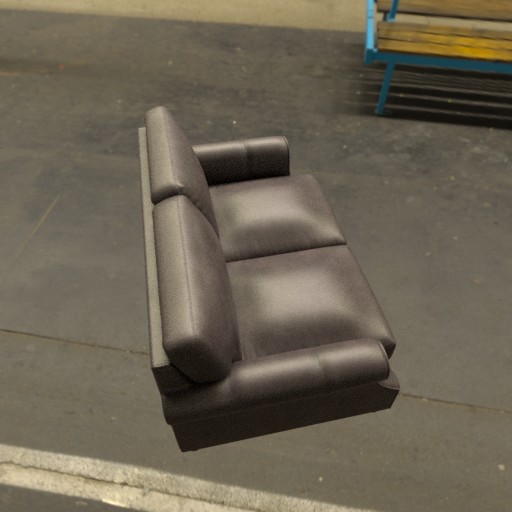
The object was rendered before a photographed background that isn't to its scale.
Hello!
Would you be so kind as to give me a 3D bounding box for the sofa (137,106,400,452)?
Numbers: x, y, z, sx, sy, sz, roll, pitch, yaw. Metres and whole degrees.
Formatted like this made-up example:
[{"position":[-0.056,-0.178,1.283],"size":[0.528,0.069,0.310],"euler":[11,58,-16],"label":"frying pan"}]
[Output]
[{"position":[0.000,0.000,2.280],"size":[1.030,0.979,1.663],"euler":[-9,48,-8],"label":"sofa"}]
